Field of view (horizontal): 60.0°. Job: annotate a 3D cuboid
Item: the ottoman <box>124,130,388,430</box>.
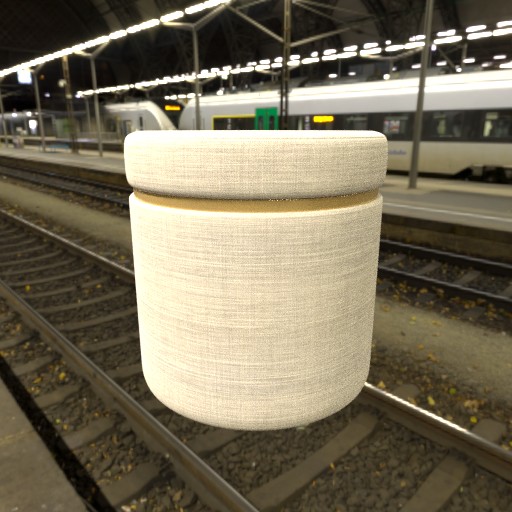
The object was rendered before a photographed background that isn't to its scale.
[{"bbox_3d":[0.000,0.000,0.746,0.400,0.406,0.400,0,16,0],"label":"ottoman"}]
